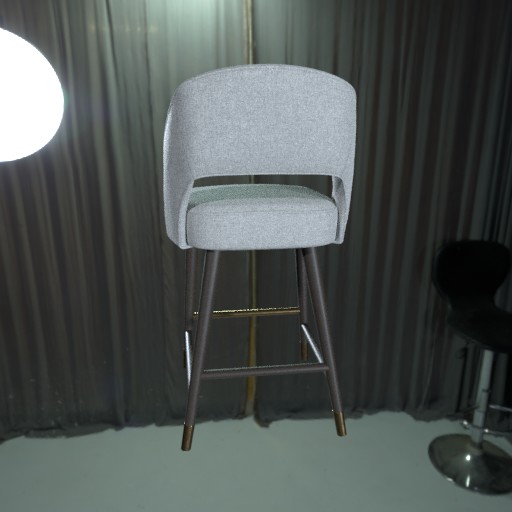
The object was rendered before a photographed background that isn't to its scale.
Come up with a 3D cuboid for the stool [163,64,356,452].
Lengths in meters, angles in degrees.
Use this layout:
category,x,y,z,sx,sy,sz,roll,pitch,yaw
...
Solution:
category,x,y,z,sx,sy,sz,roll,pitch,yaw
stool,0.000,0.000,1.256,0.494,0.940,0.509,-2,15,-8
